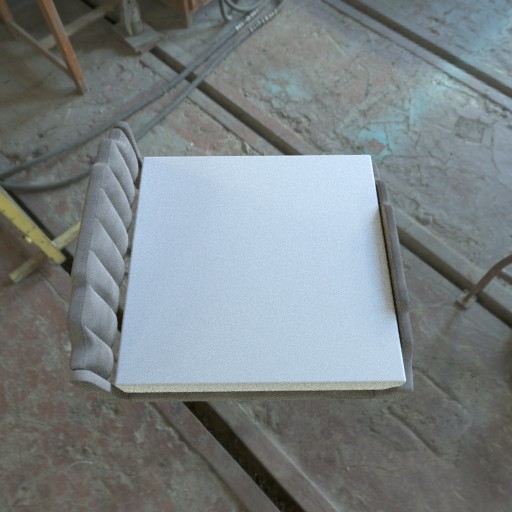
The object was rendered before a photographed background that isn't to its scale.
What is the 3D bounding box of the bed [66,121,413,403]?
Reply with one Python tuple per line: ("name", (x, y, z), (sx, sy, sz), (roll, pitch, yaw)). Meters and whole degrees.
("bed", (0.000, 0.000, 3.511), (2.340, 1.245, 2.074), (-1, 64, 0))
